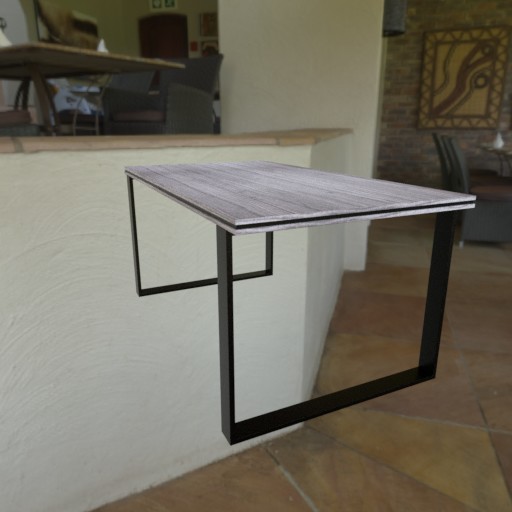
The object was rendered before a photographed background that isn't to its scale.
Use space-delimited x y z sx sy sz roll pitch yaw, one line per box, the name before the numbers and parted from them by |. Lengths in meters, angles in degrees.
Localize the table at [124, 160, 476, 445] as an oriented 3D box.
table | 0.000 0.000 2.093 0.881 0.736 1.579 -8 19 -25
